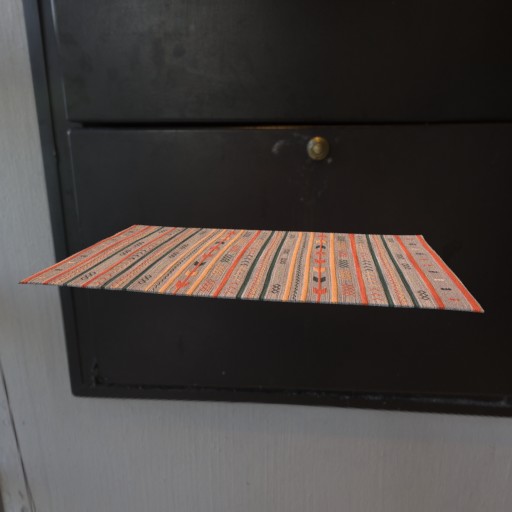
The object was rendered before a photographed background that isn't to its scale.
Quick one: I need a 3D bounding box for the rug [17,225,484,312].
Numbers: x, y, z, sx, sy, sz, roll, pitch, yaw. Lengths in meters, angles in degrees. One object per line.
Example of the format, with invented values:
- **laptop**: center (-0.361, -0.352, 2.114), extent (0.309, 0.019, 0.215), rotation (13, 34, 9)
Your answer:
- **rug**: center (0.000, 0.000, 2.999), extent (2.439, 0.029, 1.537), rotation (3, 16, 9)
